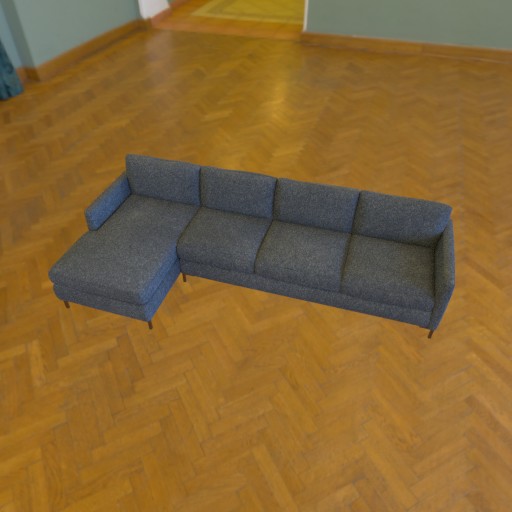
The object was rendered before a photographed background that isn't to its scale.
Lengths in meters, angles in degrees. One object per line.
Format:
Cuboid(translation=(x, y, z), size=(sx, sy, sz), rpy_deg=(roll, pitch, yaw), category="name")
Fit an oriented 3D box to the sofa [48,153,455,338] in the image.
Cuboid(translation=(0.000, 0.000, 3.499), size=(2.932, 0.810, 1.350), rpy_deg=(11, 43, 13), category="sofa")
